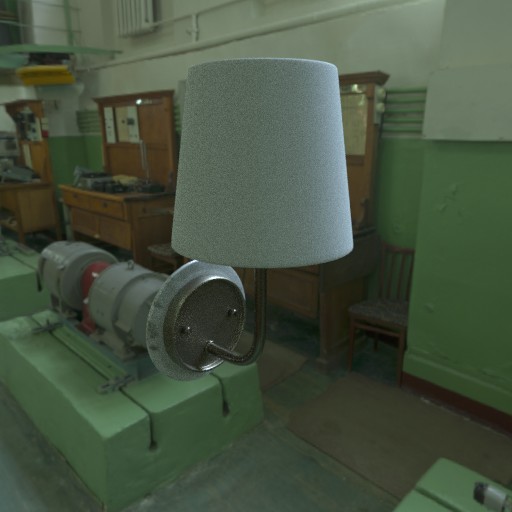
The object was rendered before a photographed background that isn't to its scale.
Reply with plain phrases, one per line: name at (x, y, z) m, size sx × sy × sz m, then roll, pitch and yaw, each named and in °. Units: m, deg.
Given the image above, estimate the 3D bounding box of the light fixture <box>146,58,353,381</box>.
light fixture at (0.000, 0.000, 0.433) m, size 0.188 × 0.337 × 0.168 m, roll 14°, pitch 21°, yaw 42°
